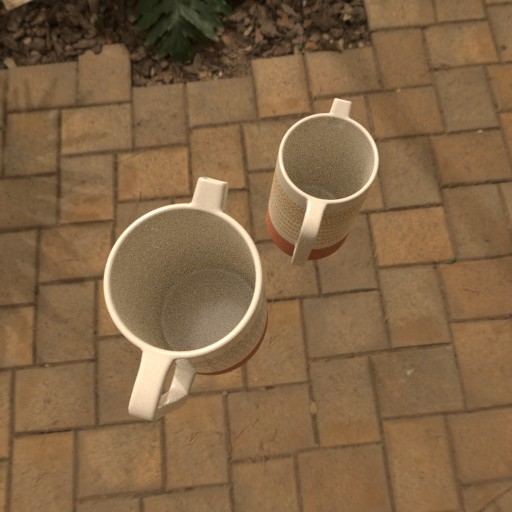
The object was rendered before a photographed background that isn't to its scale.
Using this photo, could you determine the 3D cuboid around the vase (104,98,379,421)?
[{"bbox_3d":[0.000,0.000,0.466,0.326,0.247,0.168,-34,77,-9],"label":"vase"}]
